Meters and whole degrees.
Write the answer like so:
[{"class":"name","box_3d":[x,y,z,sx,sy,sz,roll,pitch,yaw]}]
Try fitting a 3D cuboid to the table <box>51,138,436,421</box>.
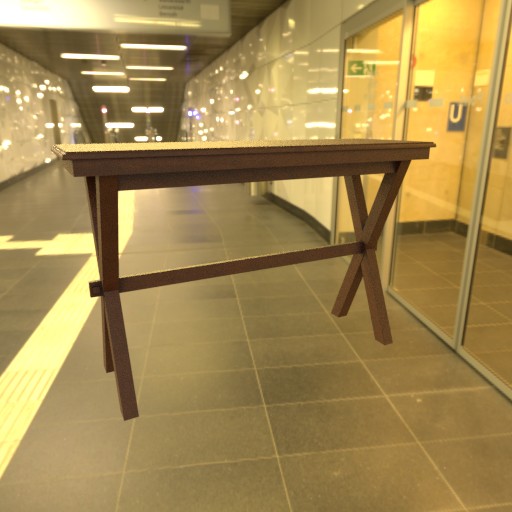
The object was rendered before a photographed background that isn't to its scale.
[{"class":"table","box_3d":[0.000,0.000,1.546,1.197,0.763,0.399,-8,19,-26]}]
